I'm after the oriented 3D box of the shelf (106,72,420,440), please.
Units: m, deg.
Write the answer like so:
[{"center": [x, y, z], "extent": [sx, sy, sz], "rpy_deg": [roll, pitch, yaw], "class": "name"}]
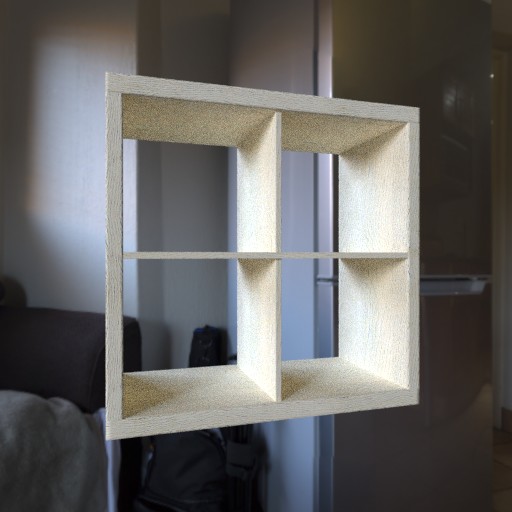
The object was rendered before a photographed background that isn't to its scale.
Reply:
[{"center": [0.000, 0.000, 1.247], "extent": [0.790, 0.786, 0.390], "rpy_deg": [0, 0, -17], "class": "shelf"}]
